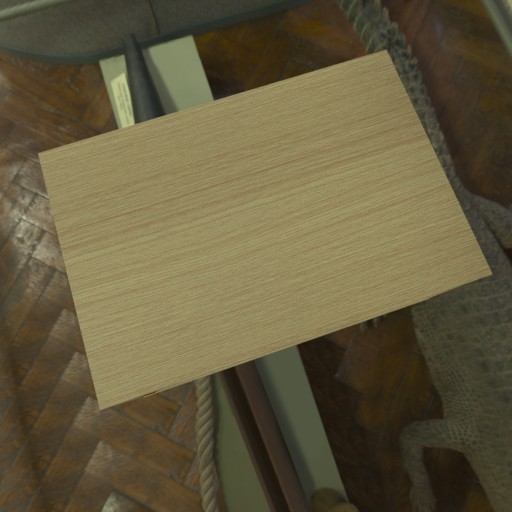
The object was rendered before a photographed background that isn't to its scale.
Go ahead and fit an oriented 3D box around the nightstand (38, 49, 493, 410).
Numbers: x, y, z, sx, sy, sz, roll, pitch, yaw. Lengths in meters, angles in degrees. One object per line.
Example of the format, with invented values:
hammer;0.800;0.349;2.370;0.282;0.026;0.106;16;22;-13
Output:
nightstand;0.000;0.000;0.948;0.571;0.610;0.407;-18;77;-4
